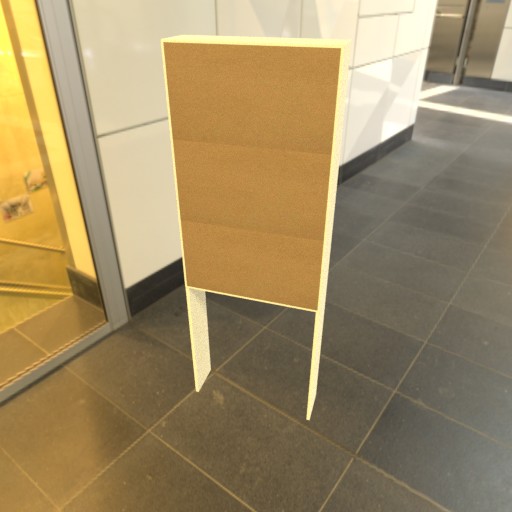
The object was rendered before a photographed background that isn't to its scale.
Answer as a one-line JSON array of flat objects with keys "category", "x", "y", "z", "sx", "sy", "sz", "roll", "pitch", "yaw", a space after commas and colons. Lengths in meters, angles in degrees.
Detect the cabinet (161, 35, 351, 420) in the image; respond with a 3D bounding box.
[{"category": "cabinet", "x": 0.000, "y": 0.000, "z": 2.007, "sx": 0.643, "sy": 1.770, "sz": 0.192, "roll": 9, "pitch": 32, "yaw": 15}]
